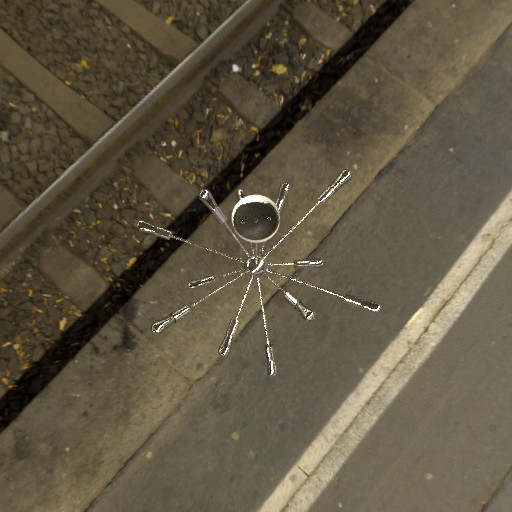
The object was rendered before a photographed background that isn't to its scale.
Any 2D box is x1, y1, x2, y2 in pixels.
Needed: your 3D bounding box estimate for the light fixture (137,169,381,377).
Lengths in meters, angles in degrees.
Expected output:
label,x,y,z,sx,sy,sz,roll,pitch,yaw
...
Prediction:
label,x,y,z,sx,sy,sz,roll,pitch,yaw
light fixture,0.000,0.000,1.066,0.684,0.558,0.509,19,76,5
